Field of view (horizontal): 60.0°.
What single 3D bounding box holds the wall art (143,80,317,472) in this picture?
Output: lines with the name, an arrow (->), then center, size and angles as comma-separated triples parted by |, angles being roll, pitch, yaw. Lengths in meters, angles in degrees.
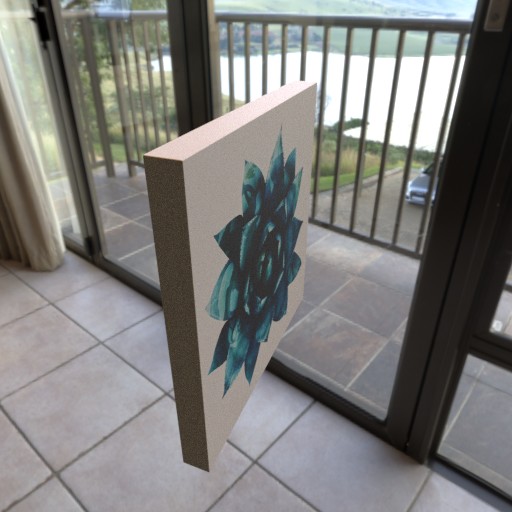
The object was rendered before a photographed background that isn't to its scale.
wall art -> 0.000, 0.000, 0.626 | 0.038, 0.406, 0.406 | 12, 32, 19
